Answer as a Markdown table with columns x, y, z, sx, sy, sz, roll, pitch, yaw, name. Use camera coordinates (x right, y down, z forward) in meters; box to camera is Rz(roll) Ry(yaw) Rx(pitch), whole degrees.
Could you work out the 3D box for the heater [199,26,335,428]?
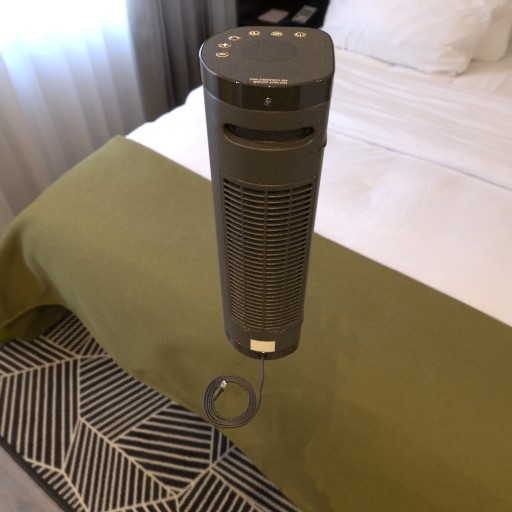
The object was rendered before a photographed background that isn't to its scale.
| x | y | z | sx | sy | sz | roll | pitch | yaw | name |
| --- | --- | --- | --- | --- | --- | --- | --- | --- | --- |
| 0.000 | 0.000 | 0.673 | 0.174 | 0.552 | 0.312 | 4 | 47 | 3 | heater |
